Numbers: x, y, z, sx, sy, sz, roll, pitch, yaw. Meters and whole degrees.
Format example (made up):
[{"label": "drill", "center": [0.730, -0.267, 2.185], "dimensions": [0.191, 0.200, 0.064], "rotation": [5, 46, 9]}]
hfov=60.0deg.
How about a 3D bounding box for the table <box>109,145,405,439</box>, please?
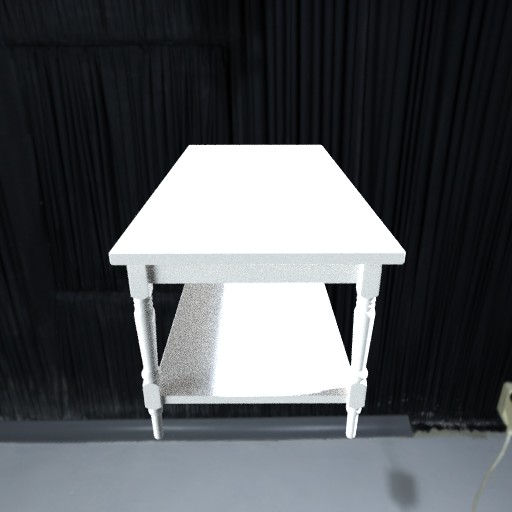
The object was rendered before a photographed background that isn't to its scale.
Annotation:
[{"label": "table", "center": [0.000, 0.000, 1.428], "dimensions": [0.550, 0.510, 1.107], "rotation": [0, 24, 0]}]
